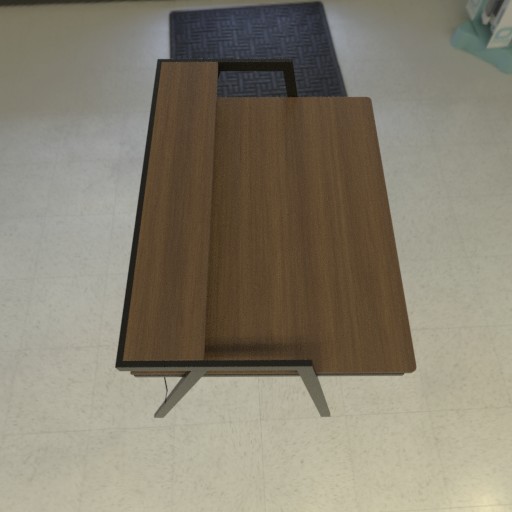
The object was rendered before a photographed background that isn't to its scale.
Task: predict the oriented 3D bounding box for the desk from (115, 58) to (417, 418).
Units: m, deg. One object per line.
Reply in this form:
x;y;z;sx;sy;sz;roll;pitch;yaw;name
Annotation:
0.000;0.000;1.836;0.936;0.998;1.143;0;63;0;desk
